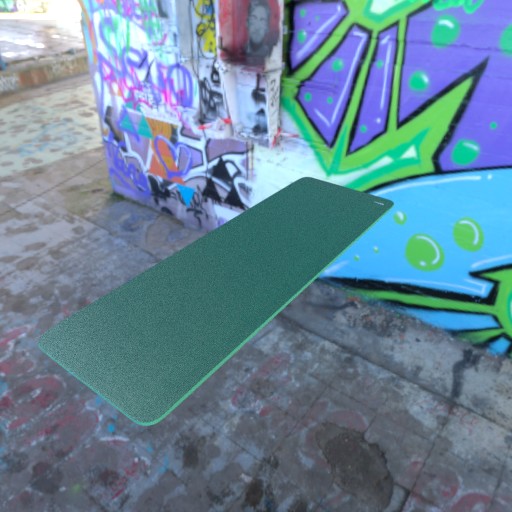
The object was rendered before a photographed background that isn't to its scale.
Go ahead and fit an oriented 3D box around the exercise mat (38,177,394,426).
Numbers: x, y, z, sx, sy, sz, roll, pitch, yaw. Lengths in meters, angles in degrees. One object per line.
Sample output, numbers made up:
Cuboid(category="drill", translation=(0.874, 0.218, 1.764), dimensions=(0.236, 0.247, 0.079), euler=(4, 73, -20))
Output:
Cuboid(category="exercise mat", translation=(0.000, 0.000, 2.065), dimensions=(0.616, 0.021, 1.869), euler=(23, 40, 30))
